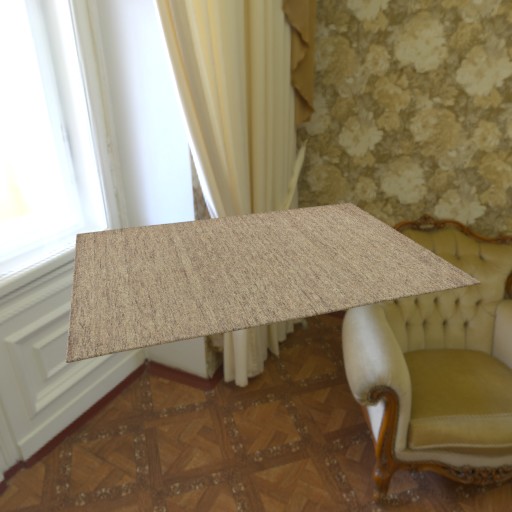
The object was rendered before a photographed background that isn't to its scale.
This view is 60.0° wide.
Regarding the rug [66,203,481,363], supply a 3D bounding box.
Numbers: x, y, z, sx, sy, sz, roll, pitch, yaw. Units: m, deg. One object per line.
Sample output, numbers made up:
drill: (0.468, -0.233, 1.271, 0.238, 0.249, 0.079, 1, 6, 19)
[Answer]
rug: (0.000, 0.000, 2.941, 2.283, 0.013, 1.547, -8, 27, -17)
